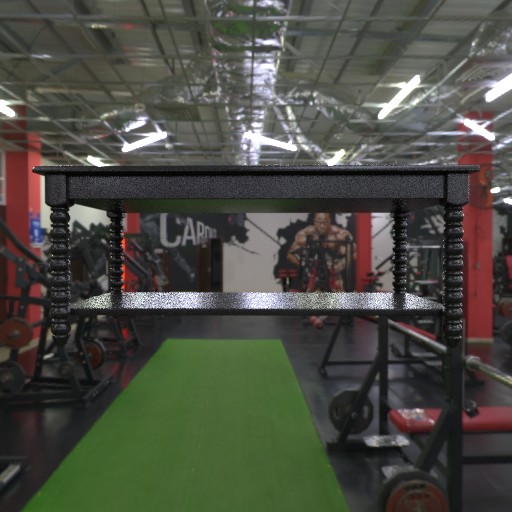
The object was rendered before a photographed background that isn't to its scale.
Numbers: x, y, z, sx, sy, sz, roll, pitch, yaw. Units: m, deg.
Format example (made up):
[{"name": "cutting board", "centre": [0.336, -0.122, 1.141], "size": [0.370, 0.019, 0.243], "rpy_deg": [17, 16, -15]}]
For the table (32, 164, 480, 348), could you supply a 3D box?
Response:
[{"name": "table", "centre": [0.000, 0.000, 1.443], "size": [1.171, 0.487, 0.580], "rpy_deg": [0, 1, 1]}]
